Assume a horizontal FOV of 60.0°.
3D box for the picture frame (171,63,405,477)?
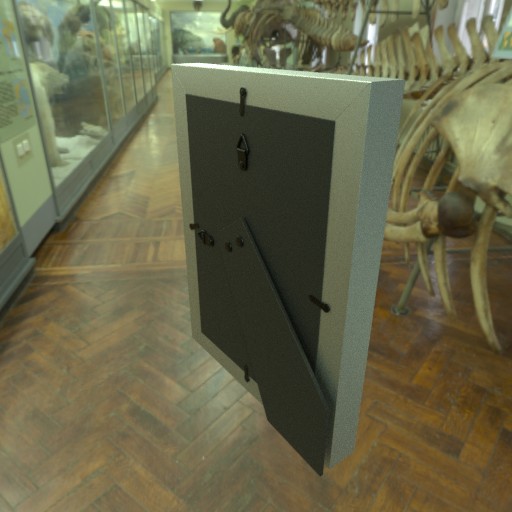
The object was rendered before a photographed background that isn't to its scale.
[{"bbox_3d":[0.000,0.000,0.268,0.028,0.208,0.157,-18,32,-33],"label":"picture frame"}]
